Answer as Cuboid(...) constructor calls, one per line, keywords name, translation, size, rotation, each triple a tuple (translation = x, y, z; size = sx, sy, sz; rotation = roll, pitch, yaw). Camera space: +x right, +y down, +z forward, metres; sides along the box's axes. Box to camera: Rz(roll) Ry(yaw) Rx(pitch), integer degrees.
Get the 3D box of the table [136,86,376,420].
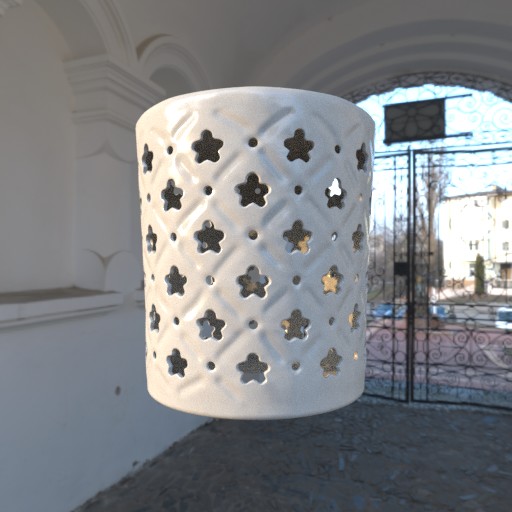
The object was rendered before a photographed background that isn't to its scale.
Cuboid(name="table", translation=(0.000, 0.000, 0.669), size=(0.352, 0.387, 0.352), rotation=(0, -1, 0))
